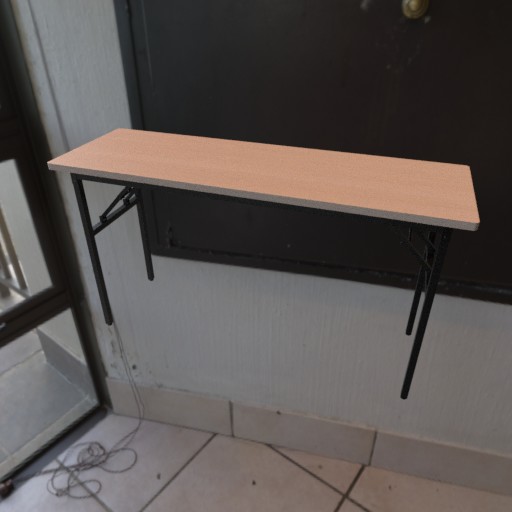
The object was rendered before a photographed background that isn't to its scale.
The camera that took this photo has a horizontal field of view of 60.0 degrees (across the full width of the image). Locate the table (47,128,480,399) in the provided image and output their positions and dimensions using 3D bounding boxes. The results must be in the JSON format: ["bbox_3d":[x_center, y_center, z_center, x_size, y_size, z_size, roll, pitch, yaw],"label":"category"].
[{"bbox_3d":[0.000,0.000,1.734,1.397,0.750,0.447,10,34,16],"label":"table"}]
